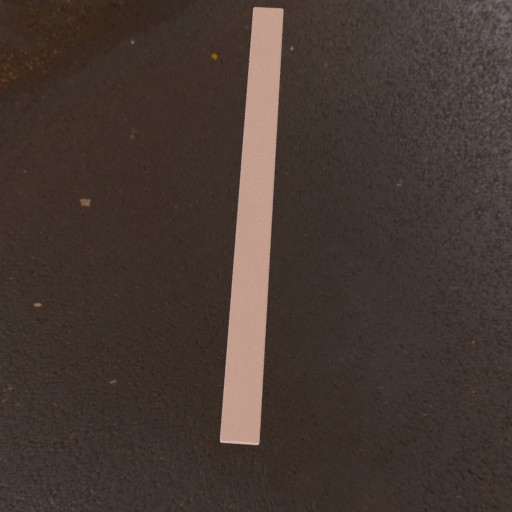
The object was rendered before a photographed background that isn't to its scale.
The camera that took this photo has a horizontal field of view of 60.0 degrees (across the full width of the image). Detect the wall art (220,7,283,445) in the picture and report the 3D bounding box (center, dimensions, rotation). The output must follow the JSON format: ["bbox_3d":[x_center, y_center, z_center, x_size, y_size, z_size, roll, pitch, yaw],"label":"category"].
[{"bbox_3d":[0.000,0.000,0.732,0.038,0.508,0.508,3,75,1],"label":"wall art"}]
